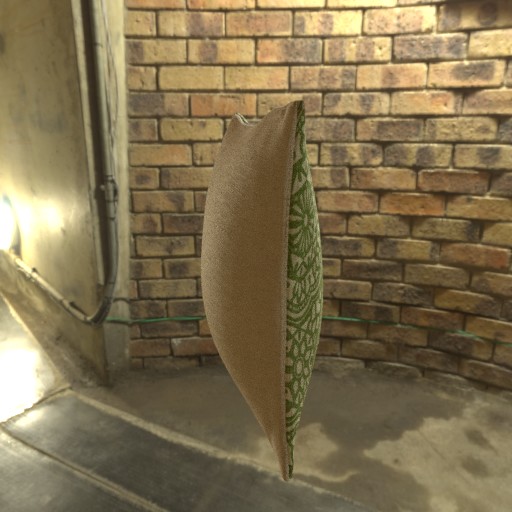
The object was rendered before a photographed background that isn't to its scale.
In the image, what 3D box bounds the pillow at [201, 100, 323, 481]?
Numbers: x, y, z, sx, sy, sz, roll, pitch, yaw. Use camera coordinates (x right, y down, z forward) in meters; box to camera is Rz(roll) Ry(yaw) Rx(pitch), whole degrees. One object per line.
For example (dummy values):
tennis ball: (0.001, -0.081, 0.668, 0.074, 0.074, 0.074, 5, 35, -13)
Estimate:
pillow: (0.000, 0.000, 0.660, 0.162, 0.419, 0.440, -3, 16, -10)
